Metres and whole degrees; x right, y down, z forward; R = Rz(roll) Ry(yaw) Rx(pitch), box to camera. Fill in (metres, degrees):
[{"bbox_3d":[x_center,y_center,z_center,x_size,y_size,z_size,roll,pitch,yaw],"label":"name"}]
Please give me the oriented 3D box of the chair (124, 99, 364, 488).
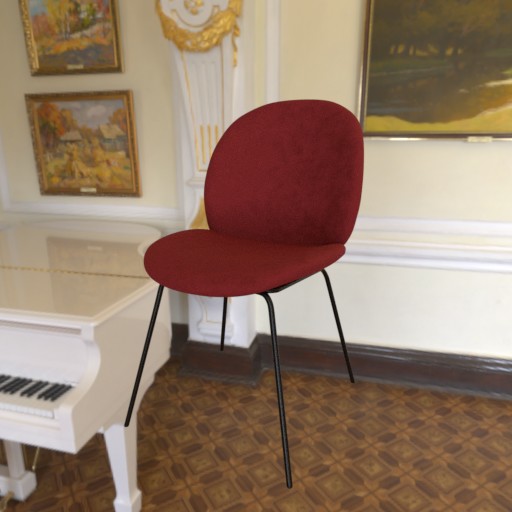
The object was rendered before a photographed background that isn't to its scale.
[{"bbox_3d":[0.000,0.000,1.126,0.458,0.791,0.587,7,17,26],"label":"chair"}]
